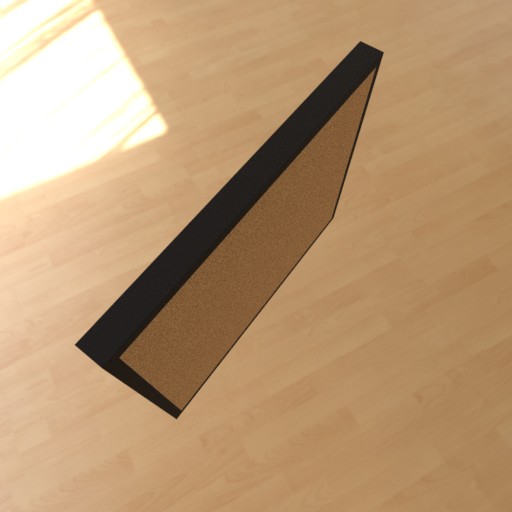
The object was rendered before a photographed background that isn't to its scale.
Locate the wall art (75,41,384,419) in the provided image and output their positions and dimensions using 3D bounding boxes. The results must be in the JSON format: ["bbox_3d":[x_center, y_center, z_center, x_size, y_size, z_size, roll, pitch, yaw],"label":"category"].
[{"bbox_3d":[0.000,0.000,0.529,0.028,0.325,0.397,34,69,15],"label":"wall art"}]
